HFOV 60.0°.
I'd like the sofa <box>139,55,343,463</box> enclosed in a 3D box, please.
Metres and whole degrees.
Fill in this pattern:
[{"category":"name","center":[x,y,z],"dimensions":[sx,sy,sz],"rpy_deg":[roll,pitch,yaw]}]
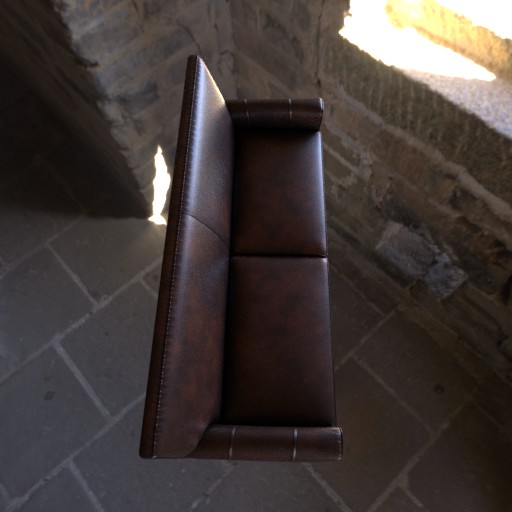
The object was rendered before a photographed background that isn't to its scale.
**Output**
[{"category":"sofa","center":[0.000,0.000,2.358],"dimensions":[0.786,0.871,1.995],"rpy_deg":[1,64,1]}]
